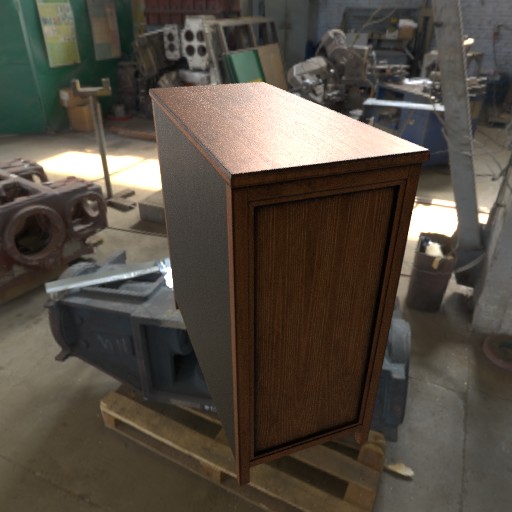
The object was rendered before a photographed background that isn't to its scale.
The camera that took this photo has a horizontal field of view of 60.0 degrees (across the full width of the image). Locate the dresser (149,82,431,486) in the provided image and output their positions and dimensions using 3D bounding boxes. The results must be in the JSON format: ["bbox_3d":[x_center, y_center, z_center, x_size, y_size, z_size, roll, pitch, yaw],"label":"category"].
[{"bbox_3d":[0.000,0.000,1.929,0.591,1.224,1.250,-11,32,-18],"label":"dresser"}]
